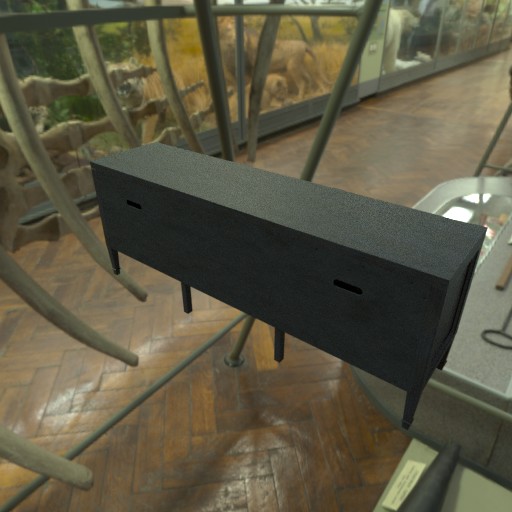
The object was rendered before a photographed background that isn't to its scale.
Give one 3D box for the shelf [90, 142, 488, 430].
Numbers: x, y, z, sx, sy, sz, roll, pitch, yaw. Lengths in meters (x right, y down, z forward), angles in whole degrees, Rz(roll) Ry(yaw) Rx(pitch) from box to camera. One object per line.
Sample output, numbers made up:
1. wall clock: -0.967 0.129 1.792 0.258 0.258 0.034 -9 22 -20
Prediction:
1. shelf: 0.000 0.000 2.206 1.878 0.715 0.471 21 36 32
